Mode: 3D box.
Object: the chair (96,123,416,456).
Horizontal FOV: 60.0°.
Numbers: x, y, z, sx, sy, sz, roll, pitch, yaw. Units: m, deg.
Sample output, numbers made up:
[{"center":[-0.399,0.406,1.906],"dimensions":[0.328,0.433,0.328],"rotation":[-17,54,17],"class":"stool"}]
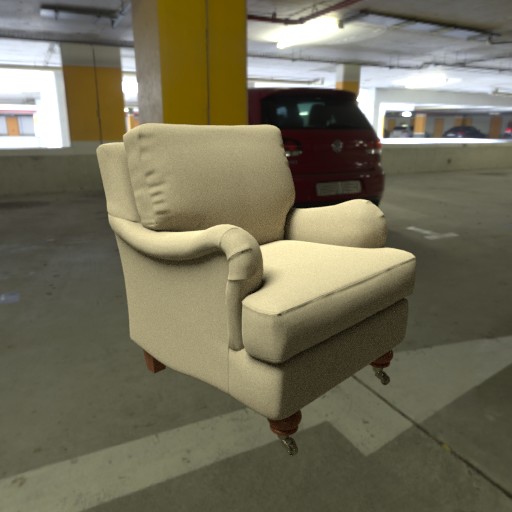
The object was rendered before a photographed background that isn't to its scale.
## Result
[{"center":[0.000,0.000,1.877],"dimensions":[0.895,1.076,1.078],"rotation":[-15,22,-43],"class":"chair"}]
